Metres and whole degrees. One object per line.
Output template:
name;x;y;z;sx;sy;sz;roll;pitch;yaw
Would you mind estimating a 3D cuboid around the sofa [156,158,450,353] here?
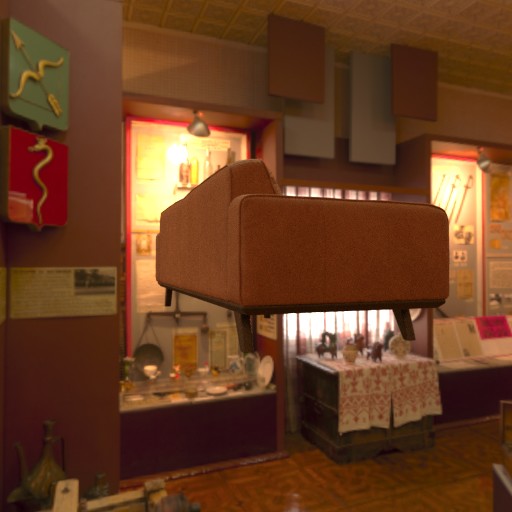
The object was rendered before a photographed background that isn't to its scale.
sofa;0.000;0.000;2.768;0.953;0.780;2.270;0;-1;-20
